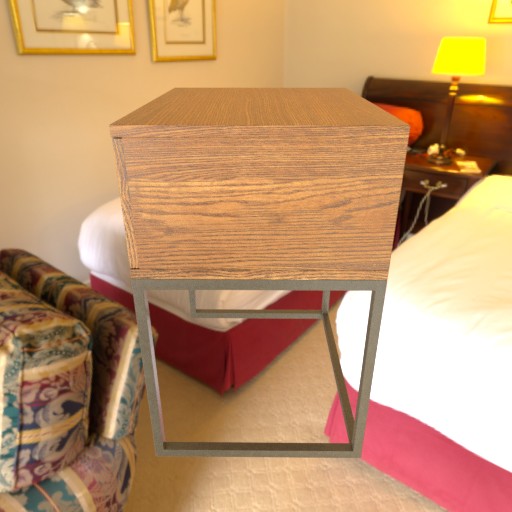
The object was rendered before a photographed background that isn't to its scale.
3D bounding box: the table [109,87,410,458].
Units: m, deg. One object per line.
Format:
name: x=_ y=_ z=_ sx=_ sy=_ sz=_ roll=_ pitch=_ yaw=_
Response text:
table: x=0.000 y=0.000 z=0.918 sx=0.400 sy=0.610 sz=0.482 roll=0 pitch=26 yaw=1
